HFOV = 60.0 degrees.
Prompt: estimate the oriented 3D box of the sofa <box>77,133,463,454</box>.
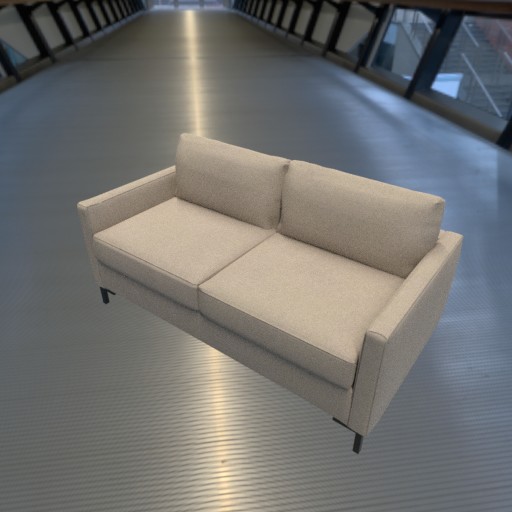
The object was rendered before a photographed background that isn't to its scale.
[{"bbox_3d":[0.000,0.000,2.187,1.682,0.840,0.875,22,38,31],"label":"sofa"}]
